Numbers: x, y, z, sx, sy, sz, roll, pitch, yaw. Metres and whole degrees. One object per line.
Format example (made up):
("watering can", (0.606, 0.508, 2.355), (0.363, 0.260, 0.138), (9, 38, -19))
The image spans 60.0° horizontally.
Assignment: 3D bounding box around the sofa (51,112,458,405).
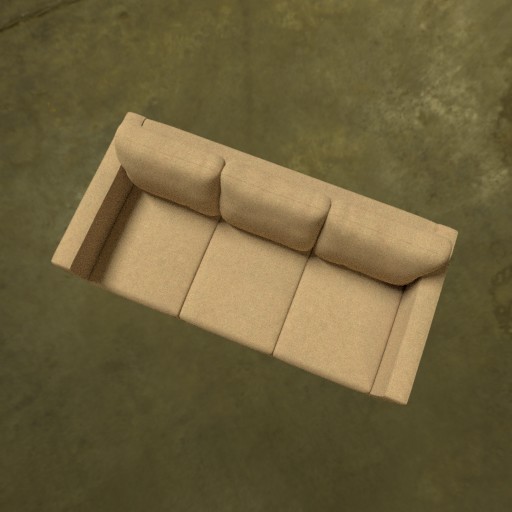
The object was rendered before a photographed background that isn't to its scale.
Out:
("sofa", (0.000, 0.000, 2.403), (1.855, 0.800, 0.930), (21, 77, 5))
